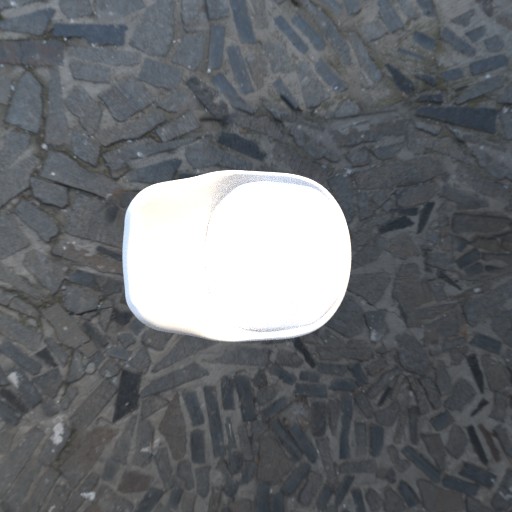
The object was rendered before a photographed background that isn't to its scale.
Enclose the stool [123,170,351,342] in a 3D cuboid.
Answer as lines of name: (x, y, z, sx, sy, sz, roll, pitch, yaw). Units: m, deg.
stool: (0.000, 0.000, 1.431, 0.549, 1.115, 0.482, 0, 90, -1)
